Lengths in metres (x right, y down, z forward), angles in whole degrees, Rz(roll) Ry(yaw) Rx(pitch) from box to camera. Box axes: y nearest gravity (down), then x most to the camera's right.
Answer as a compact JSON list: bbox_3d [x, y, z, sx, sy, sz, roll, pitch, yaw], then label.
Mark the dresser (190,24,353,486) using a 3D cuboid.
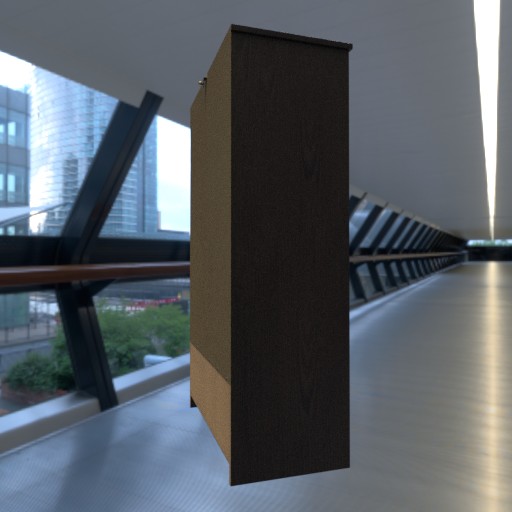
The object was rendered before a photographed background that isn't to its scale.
[{"bbox_3d":[0.000,0.000,1.586,0.418,1.254,0.704,0,-1,-18],"label":"dresser"}]
